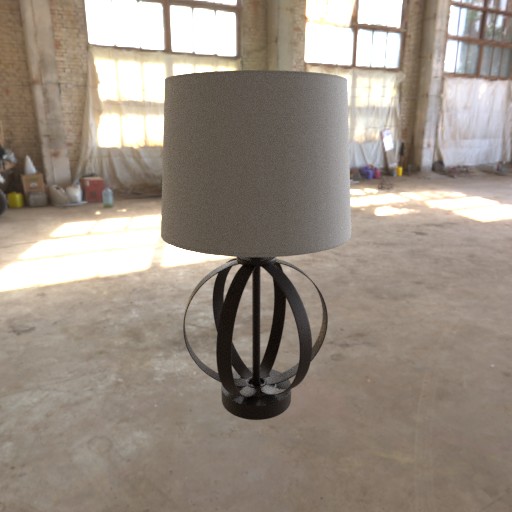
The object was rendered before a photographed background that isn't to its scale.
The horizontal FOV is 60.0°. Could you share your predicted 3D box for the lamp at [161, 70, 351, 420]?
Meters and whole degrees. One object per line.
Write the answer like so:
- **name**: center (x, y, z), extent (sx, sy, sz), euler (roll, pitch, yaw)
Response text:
- **lamp**: center (0.000, 0.000, 0.693), extent (0.286, 0.510, 0.286), euler (0, 16, 0)
